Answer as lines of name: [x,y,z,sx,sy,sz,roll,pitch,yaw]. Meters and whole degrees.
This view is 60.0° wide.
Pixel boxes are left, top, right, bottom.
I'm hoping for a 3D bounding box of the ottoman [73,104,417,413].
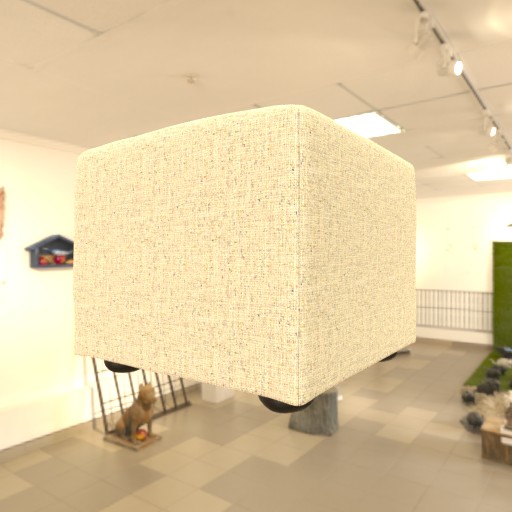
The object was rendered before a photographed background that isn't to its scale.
ottoman: [0.000,0.000,0.908,0.512,0.453,0.521,0,0,36]
